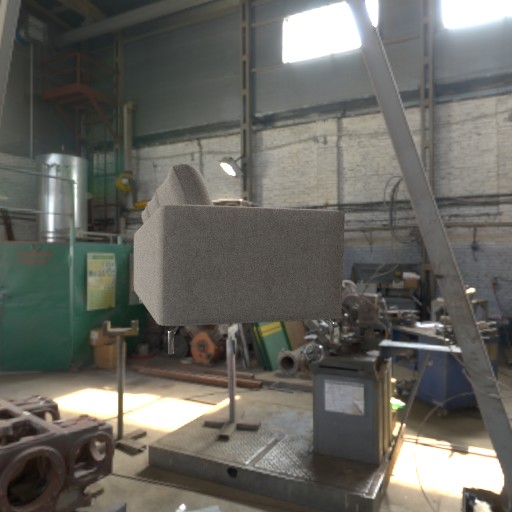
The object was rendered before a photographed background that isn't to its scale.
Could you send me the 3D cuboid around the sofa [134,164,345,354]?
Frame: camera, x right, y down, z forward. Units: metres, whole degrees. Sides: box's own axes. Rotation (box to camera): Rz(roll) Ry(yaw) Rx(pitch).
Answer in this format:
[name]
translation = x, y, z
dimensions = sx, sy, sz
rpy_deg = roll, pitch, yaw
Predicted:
[sofa]
translation = 0.000, 0.000, 3.239
dimensions = 1.626, 0.864, 2.438
rpy_deg = 0, 0, -18
